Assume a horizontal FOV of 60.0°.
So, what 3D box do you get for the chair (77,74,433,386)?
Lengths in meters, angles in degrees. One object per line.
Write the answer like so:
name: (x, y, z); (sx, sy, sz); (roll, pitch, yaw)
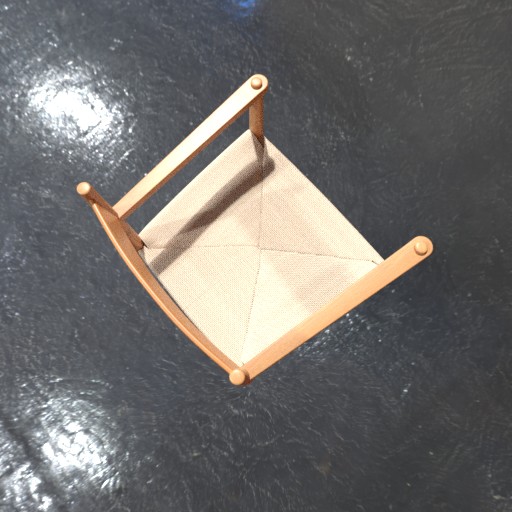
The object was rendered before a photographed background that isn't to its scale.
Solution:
chair: (0.000, 0.000, 1.145); (0.495, 0.762, 0.556); (-39, 78, -10)
